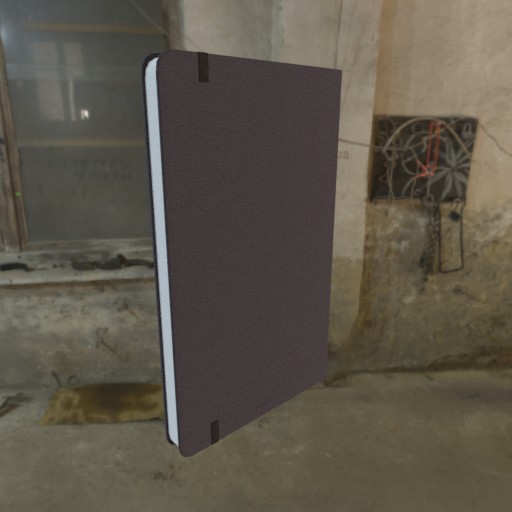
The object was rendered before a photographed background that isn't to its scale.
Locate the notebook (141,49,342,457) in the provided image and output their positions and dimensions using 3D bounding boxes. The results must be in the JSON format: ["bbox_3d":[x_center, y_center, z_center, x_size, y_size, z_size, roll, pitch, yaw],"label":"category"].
[{"bbox_3d":[0.000,0.000,0.263,0.127,0.213,0.016,-15,22,-40],"label":"notebook"}]
